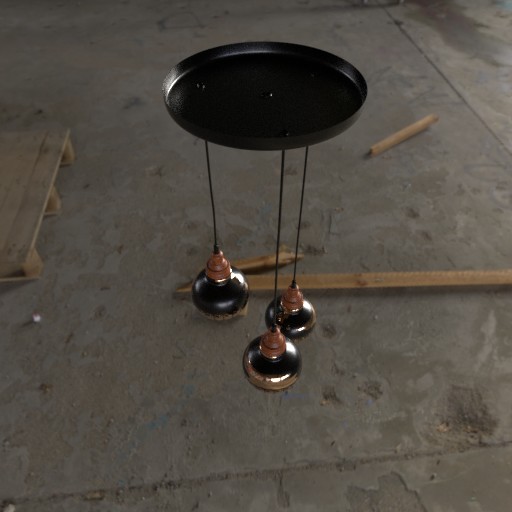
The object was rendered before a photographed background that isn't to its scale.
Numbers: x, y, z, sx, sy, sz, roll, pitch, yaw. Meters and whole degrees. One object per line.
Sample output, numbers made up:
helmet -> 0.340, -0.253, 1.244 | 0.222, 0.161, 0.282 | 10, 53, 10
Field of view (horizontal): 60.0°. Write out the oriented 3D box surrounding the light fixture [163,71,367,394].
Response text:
light fixture -> 0.000, 0.000, 1.736 | 0.605, 1.410, 0.608 | 10, 48, 9
